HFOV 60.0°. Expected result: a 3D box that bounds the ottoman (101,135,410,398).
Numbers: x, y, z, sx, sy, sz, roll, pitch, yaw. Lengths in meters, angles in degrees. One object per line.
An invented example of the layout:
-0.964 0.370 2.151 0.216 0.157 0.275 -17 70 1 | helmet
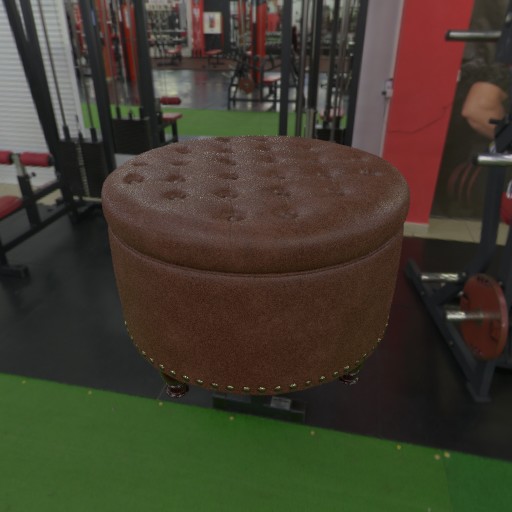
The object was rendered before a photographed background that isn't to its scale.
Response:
0.000 0.000 1.040 0.637 0.442 0.637 0 29 0 | ottoman
